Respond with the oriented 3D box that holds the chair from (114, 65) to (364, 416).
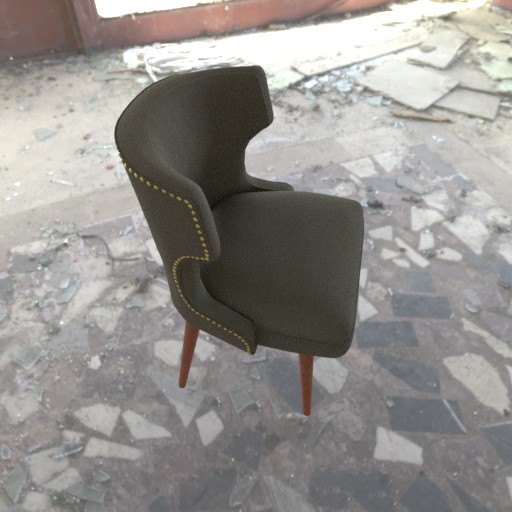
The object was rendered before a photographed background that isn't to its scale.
[{"bbox_3d":[0.000,0.000,1.246,0.581,0.863,0.595,10,47,9],"label":"chair"}]
